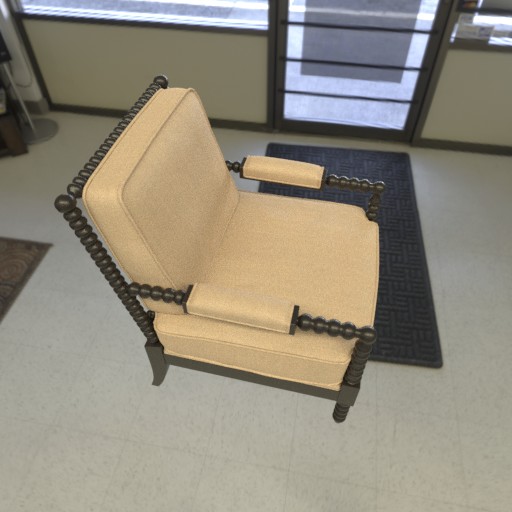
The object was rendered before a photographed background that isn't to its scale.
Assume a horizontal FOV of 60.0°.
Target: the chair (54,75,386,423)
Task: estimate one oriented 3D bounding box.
[{"bbox_3d":[0.000,0.000,1.184,0.657,0.703,0.555,10,49,9],"label":"chair"}]
